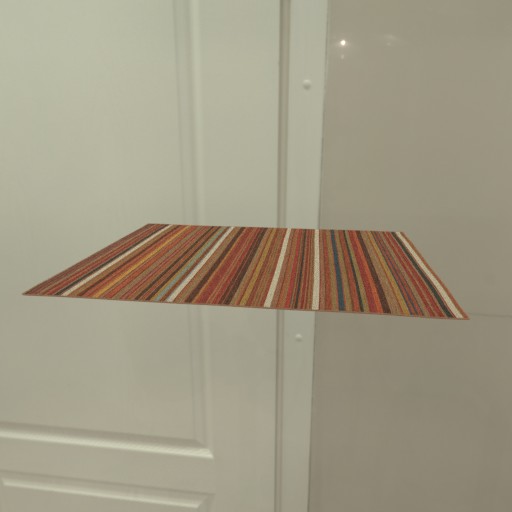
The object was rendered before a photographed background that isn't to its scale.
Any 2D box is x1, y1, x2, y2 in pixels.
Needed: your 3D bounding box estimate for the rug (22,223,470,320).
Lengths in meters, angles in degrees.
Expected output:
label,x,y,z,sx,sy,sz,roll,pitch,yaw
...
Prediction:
label,x,y,z,sx,sy,sz,roll,pitch,yaw
rug,0.000,0.000,4.162,3.092,0.023,2.479,2,16,8
